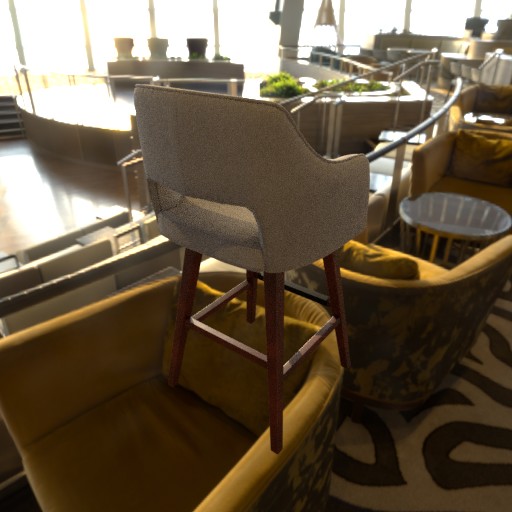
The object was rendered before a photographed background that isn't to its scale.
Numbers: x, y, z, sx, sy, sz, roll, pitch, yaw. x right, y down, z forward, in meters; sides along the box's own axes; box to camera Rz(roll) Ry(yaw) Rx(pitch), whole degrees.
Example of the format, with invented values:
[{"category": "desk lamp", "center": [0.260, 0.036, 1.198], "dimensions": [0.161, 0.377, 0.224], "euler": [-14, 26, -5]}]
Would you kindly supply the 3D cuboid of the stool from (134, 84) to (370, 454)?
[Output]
[{"category": "stool", "center": [0.000, 0.000, 1.340], "dimensions": [0.548, 1.012, 0.558], "euler": [20, 35, 32]}]
